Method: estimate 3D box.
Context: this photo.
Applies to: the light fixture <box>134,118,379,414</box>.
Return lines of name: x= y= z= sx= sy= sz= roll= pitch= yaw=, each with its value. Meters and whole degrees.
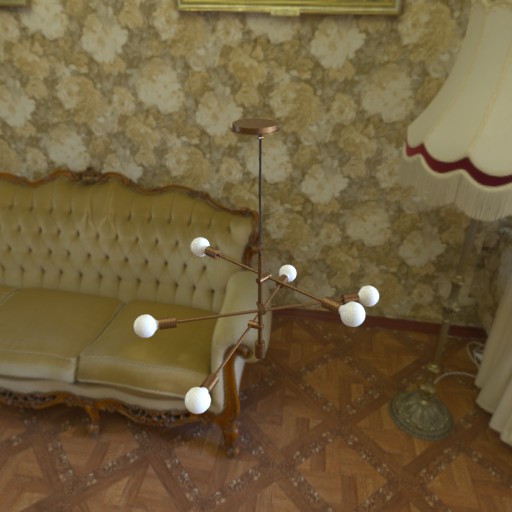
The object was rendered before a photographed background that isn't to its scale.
light fixture: x=0.000 y=0.000 z=1.263 sx=0.682 sy=0.744 sz=0.637 roll=-21 pitch=35 yaw=-33
